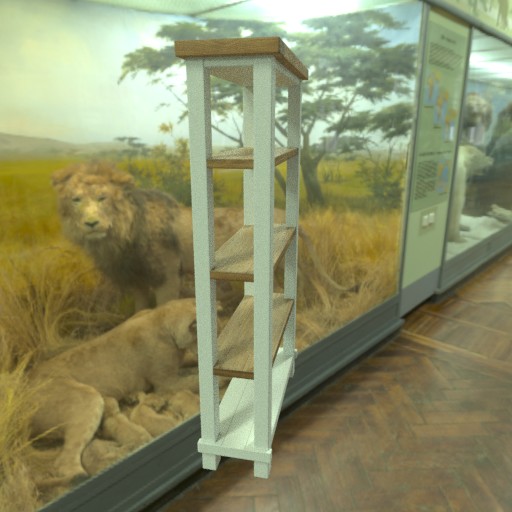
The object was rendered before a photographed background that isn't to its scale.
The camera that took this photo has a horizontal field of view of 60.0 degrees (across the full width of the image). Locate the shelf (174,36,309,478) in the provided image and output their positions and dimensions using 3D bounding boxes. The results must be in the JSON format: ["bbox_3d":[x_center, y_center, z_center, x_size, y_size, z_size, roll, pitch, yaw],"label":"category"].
[{"bbox_3d":[0.000,0.000,2.289,0.381,1.878,1.022,3,17,12],"label":"shelf"}]
